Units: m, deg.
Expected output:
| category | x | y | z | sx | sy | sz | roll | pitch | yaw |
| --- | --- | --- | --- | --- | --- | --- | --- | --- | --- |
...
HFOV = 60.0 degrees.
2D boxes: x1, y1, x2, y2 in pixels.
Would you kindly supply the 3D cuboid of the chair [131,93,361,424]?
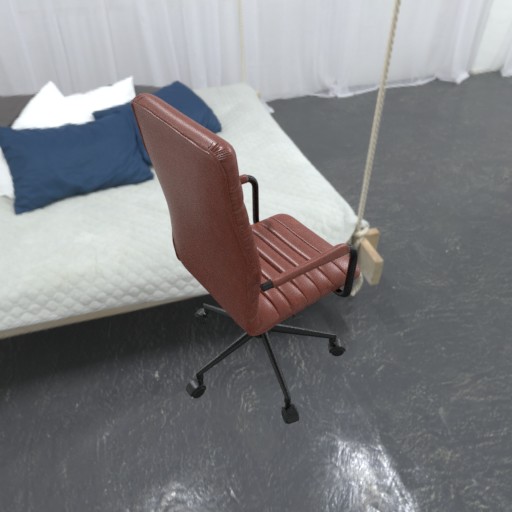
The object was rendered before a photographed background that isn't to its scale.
| category | x | y | z | sx | sy | sz | roll | pitch | yaw |
| --- | --- | --- | --- | --- | --- | --- | --- | --- | --- |
| chair | 0.000 | 0.000 | 1.351 | 0.580 | 0.979 | 0.608 | -25 | 46 | -27 |
